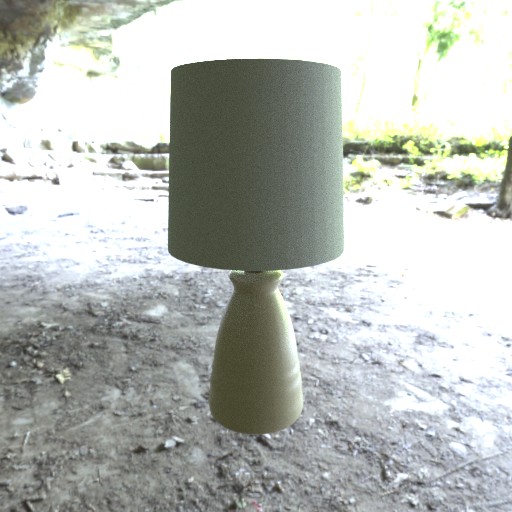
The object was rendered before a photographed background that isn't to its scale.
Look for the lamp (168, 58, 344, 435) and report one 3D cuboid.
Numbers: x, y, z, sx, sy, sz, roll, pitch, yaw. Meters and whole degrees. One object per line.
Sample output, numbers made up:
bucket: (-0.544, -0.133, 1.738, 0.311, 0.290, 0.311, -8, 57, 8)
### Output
lamp: (0.000, 0.000, 0.479, 0.186, 0.369, 0.186, 0, 15, 0)
